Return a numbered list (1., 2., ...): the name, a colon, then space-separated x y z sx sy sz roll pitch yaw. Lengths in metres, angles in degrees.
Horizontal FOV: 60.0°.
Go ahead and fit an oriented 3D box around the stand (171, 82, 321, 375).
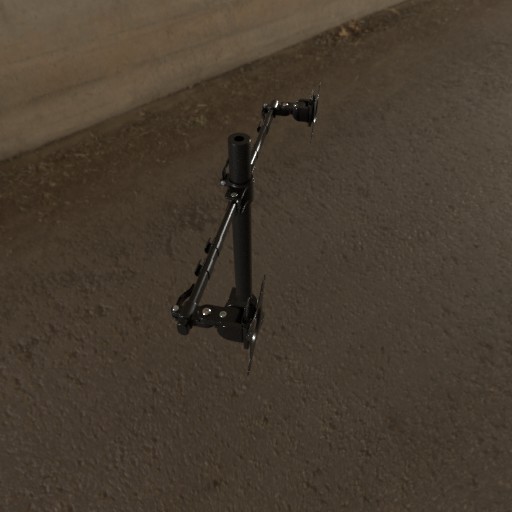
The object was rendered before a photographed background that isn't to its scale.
1. stand: 0.000 0.000 1.014 0.150 0.603 0.743 10 48 9
